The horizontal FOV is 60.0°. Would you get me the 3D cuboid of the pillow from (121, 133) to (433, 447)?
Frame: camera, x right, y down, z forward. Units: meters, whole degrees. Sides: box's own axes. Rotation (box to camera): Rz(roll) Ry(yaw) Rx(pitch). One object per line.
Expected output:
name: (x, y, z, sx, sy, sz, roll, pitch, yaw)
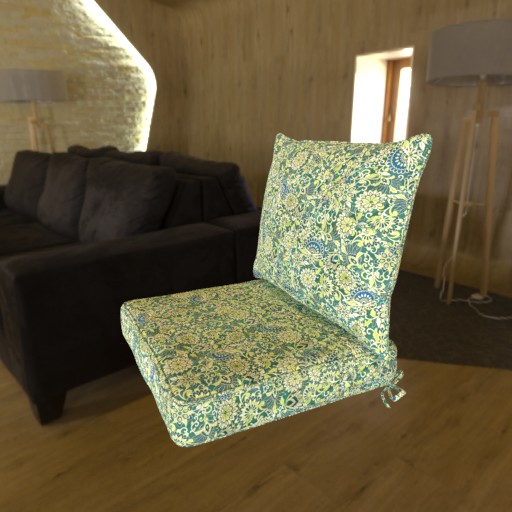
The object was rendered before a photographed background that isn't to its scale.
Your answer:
pillow: (0.000, 0.000, 1.350, 0.740, 0.722, 0.798, -8, 18, -25)
